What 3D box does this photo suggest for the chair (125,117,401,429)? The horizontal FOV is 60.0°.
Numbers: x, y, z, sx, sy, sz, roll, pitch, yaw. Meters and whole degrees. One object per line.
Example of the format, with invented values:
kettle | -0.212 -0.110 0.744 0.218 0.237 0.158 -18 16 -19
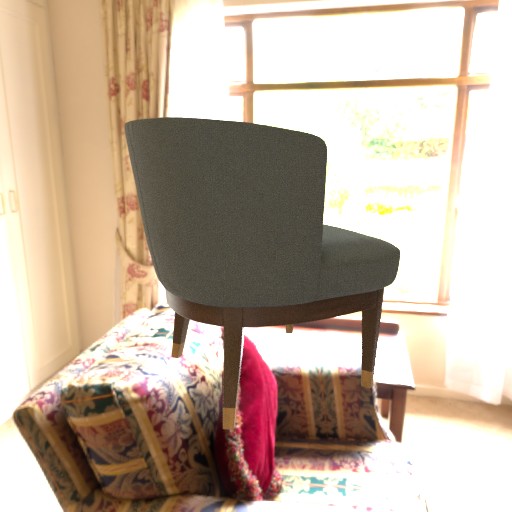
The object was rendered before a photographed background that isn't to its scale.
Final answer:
chair | 0.000 0.000 1.322 0.702 0.760 0.661 -7 15 -26
